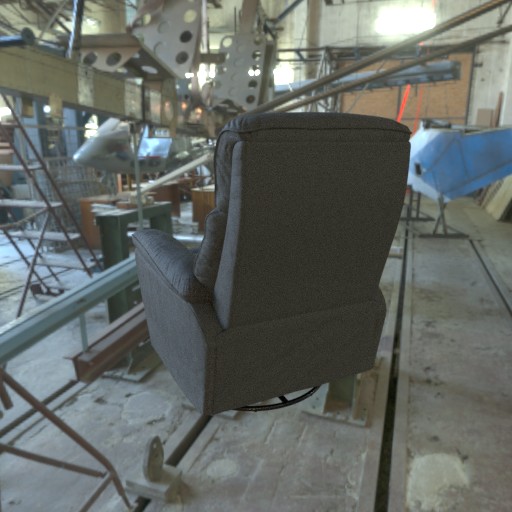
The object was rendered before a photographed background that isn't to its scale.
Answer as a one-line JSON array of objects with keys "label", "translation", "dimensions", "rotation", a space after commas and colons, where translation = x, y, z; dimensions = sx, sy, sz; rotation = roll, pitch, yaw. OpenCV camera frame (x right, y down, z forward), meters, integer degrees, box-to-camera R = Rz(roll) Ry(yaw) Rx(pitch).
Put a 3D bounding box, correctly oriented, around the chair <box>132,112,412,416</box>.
[{"label": "chair", "translation": [0.000, 0.000, 1.751], "dimensions": [0.820, 1.037, 1.004], "rotation": [-7, 16, -25]}]
